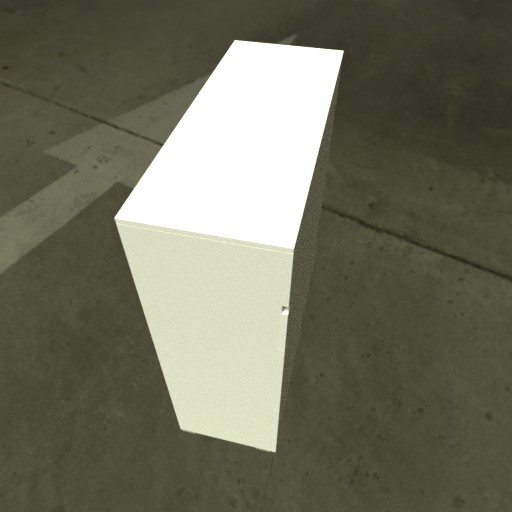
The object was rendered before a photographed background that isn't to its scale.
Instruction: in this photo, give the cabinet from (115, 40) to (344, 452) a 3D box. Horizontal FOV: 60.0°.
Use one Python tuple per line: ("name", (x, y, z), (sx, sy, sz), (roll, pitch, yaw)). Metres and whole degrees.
("cabinet", (0.000, 0.000, 1.707), (0.400, 1.190, 1.000), (10, 48, 9))
